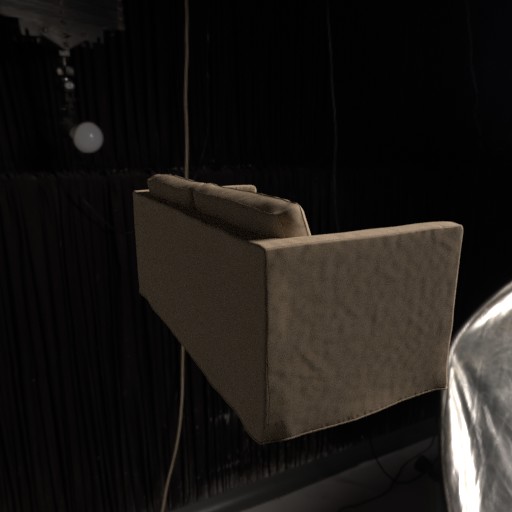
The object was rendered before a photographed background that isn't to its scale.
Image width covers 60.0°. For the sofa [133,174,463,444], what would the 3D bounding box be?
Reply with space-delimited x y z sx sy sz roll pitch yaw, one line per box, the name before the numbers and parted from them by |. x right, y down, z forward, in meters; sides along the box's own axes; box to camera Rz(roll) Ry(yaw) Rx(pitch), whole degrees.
sofa | 0.000 0.000 2.491 0.956 0.847 1.987 -7 16 -26
